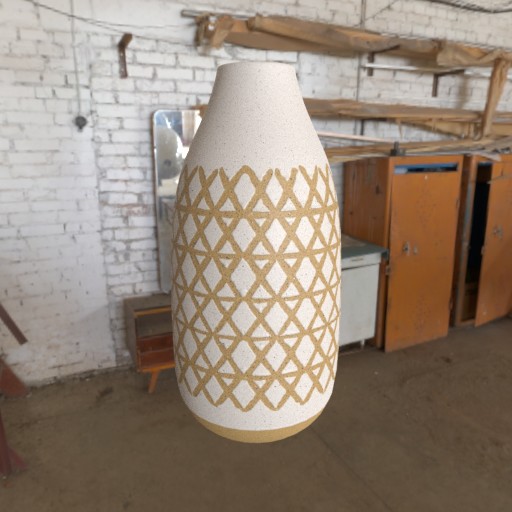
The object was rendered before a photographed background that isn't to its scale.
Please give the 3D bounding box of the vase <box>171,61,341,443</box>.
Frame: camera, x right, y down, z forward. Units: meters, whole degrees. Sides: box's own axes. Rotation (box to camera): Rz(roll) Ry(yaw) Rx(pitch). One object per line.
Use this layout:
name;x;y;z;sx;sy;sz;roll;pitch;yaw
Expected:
vase;0.000;0.000;0.481;0.186;0.380;0.186;0;15;0
